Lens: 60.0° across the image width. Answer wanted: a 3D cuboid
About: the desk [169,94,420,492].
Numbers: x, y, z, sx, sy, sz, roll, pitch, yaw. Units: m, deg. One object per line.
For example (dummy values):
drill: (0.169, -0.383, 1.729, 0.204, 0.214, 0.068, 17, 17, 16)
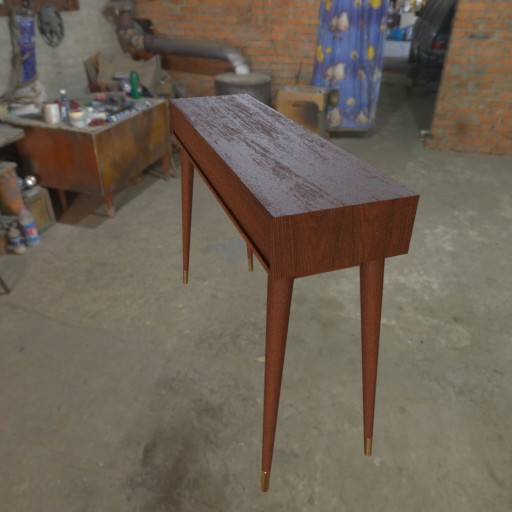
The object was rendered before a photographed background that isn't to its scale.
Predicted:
desk: (0.000, 0.000, 1.646, 0.384, 0.917, 1.204, -10, 32, -17)
